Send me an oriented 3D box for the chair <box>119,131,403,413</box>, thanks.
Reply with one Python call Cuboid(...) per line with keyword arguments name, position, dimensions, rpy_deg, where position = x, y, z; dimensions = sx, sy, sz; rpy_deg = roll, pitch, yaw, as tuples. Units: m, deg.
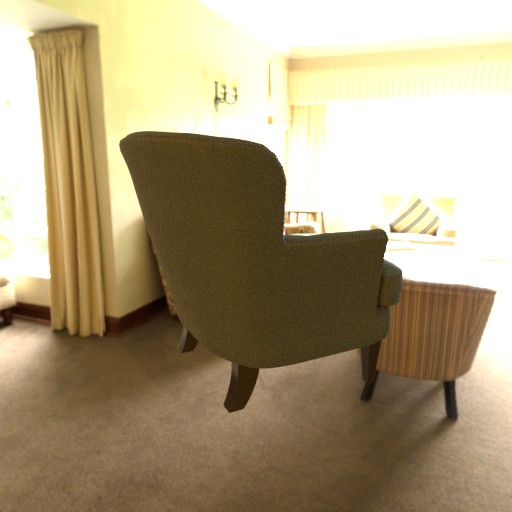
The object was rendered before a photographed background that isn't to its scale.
Cuboid(name="chair", position=(0.000, 0.000, 1.644), dimensions=(0.906, 0.868, 0.848), rpy_deg=(-7, 14, -26))
